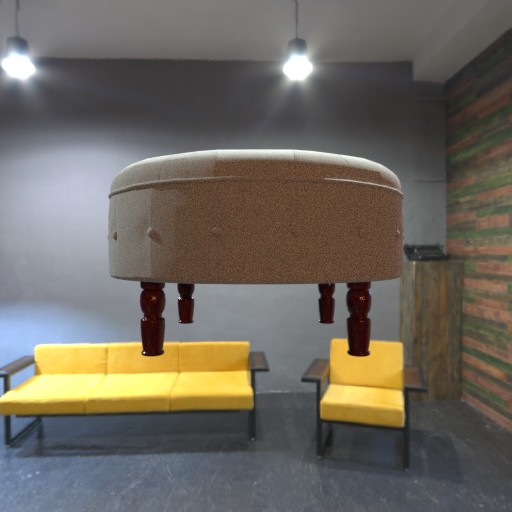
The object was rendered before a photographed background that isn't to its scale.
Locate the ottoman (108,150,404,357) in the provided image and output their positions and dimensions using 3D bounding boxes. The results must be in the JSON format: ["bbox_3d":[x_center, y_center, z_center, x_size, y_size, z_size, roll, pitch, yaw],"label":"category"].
[{"bbox_3d":[0.000,0.000,1.343,0.850,0.483,0.850,0,0,0],"label":"ottoman"}]
